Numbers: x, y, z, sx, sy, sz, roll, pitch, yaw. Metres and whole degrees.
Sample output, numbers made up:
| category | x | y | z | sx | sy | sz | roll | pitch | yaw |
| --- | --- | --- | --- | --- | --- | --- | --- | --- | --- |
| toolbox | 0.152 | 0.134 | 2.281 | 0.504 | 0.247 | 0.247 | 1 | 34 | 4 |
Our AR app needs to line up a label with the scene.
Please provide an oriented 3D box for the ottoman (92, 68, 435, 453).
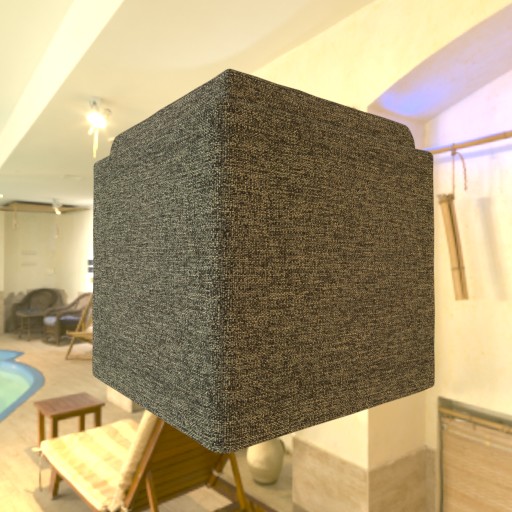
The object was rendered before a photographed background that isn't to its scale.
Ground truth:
| category | x | y | z | sx | sy | sz | roll | pitch | yaw |
| --- | --- | --- | --- | --- | --- | --- | --- | --- | --- |
| ottoman | 0.000 | 0.000 | 0.793 | 0.450 | 0.463 | 0.450 | 1 | -1 | -38 |
